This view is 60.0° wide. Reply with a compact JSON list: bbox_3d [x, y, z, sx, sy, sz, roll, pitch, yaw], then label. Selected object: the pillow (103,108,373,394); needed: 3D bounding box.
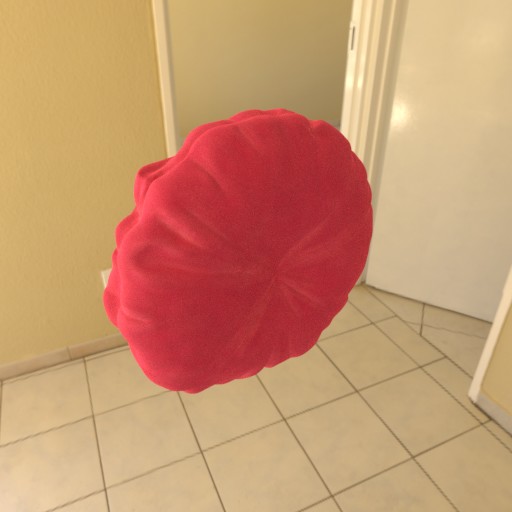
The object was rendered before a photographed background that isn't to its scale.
[{"bbox_3d":[0.000,0.000,0.638,0.428,0.407,0.148,-19,36,-29],"label":"pillow"}]
